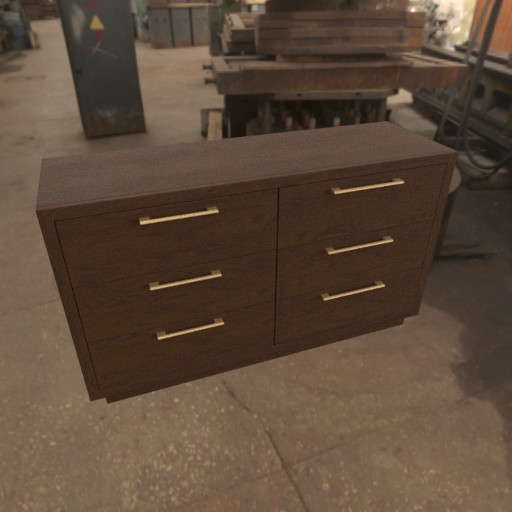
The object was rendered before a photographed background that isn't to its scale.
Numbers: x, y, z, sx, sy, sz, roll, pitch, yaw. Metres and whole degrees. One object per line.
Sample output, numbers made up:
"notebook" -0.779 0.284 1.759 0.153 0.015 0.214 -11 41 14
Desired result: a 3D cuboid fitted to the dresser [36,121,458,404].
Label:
"dresser" 0.000 0.000 1.916 1.523 0.889 0.512 -11 33 -17
